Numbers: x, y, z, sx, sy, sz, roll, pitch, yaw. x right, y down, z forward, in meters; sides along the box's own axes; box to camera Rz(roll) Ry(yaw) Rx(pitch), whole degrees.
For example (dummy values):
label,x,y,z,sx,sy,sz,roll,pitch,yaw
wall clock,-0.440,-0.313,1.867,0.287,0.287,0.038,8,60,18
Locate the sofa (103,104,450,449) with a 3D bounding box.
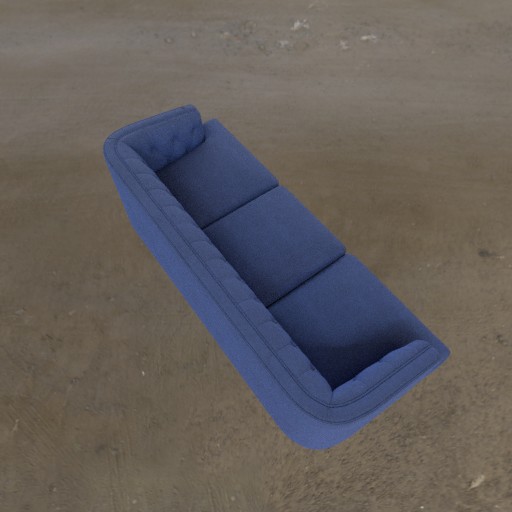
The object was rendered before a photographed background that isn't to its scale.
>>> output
label,x,y,z,sx,sy,sz,roll,pitch,yaw
sofa,0.000,0.000,2.680,0.914,0.787,2.235,-32,64,-18
